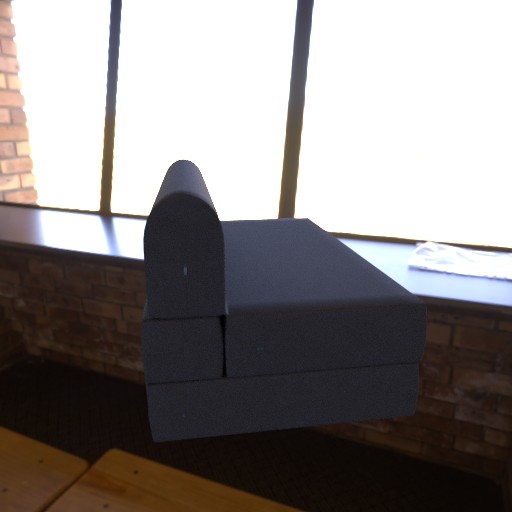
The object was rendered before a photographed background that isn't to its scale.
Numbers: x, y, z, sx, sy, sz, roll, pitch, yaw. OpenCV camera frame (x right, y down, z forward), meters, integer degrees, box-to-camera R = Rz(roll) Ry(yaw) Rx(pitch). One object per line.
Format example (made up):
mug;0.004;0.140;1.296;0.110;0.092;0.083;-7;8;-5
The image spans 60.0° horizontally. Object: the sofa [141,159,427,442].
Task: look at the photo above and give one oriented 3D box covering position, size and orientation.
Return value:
sofa;0.000;0.000;1.704;0.762;0.660;1.219;-2;16;-9
